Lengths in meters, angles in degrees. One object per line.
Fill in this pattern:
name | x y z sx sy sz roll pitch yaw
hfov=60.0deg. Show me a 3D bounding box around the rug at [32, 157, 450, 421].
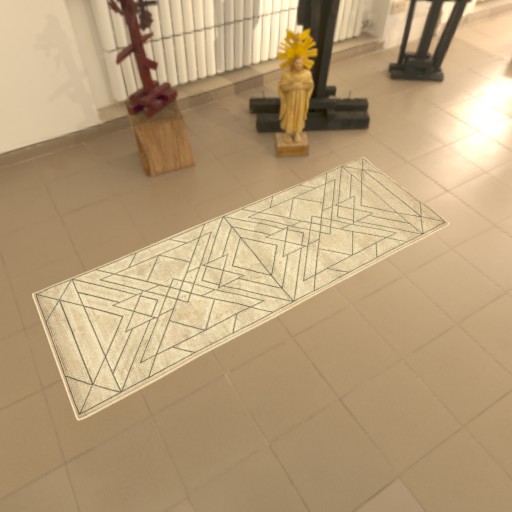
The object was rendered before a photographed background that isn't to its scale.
rug | 0.000 0.000 2.611 2.381 0.036 0.831 -25 53 -21
